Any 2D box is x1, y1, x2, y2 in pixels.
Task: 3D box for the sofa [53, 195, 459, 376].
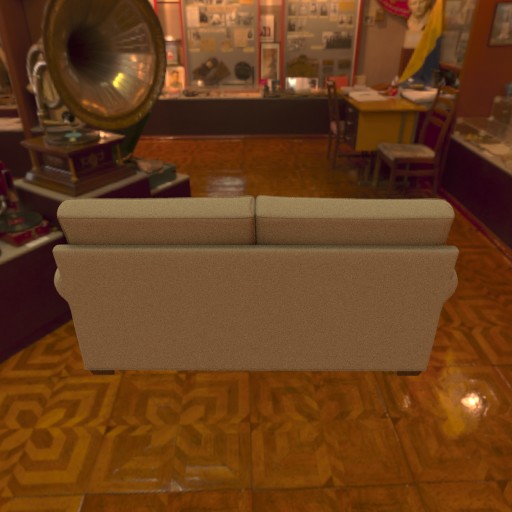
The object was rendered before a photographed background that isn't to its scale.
[{"bbox_3d":[0.000,0.000,2.438,1.930,0.952,0.940,0,29,0],"label":"sofa"}]
